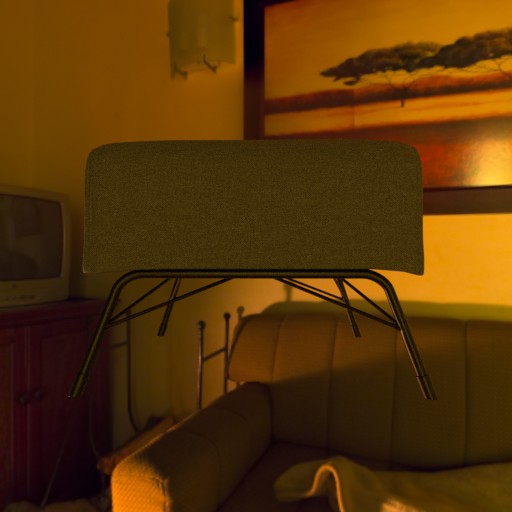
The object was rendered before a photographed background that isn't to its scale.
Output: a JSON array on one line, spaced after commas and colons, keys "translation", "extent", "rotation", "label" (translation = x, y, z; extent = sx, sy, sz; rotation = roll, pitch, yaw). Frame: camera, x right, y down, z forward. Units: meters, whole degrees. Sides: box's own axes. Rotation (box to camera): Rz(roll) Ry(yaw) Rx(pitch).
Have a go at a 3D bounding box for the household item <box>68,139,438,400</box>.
[{"translation": [0.000, 0.000, 0.894], "extent": [0.530, 0.410, 0.530], "rotation": [0, -1, 1], "label": "household item"}]
